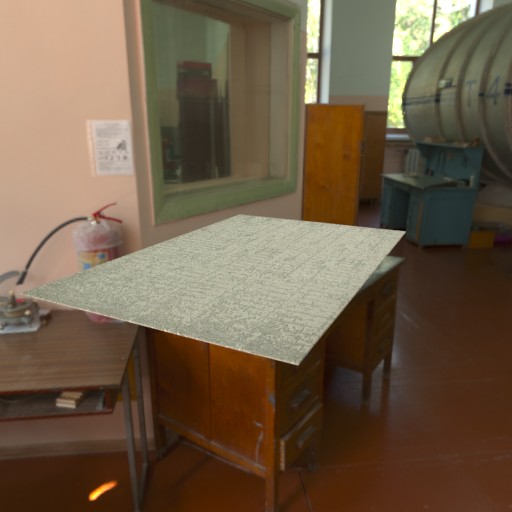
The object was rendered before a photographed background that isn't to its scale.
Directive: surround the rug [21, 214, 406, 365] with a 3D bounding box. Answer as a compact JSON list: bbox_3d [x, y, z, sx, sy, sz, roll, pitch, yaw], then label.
[{"bbox_3d":[0.000,0.000,2.313,1.211,0.007,1.827,8,19,26],"label":"rug"}]
